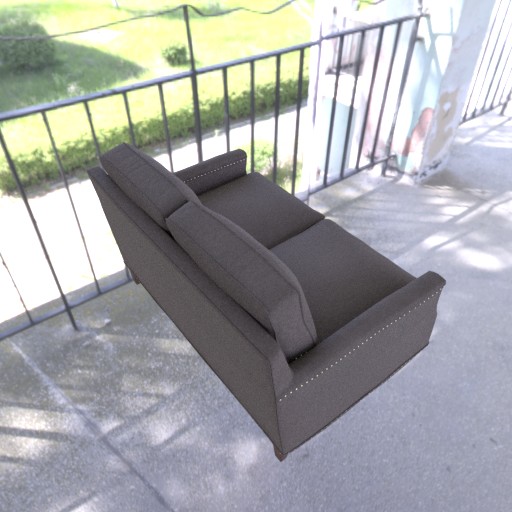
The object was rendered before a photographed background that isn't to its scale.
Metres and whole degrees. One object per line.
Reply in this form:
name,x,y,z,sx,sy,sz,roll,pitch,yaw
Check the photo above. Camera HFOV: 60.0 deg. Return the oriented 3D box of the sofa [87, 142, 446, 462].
sofa,0.000,0.000,2.308,1.084,1.003,1.597,-27,48,-28
